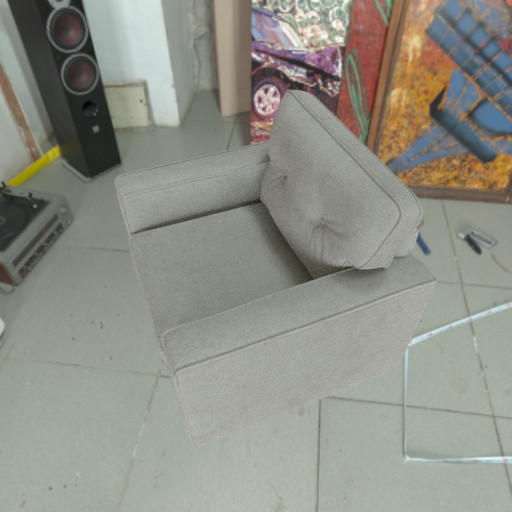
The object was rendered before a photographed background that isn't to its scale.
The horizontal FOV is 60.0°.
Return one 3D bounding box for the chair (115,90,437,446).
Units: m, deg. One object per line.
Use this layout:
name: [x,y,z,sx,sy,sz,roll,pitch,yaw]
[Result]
chair: [0.000,0.000,1.798,0.939,0.965,1.015,-16,49,-15]
